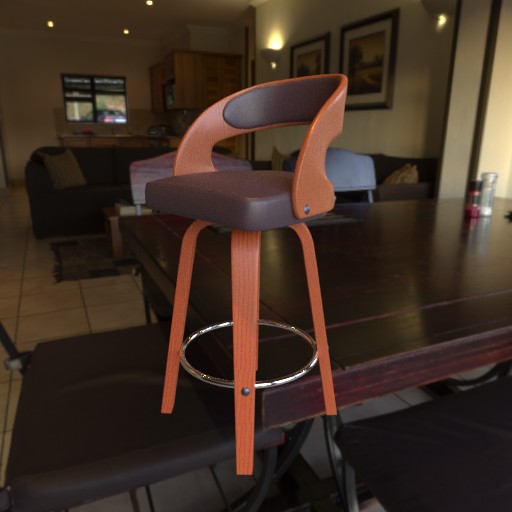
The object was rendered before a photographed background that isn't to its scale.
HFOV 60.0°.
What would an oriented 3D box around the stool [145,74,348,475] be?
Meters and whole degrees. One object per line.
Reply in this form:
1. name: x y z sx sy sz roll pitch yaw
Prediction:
1. stool: 0.000 0.000 1.193 0.457 0.940 0.457 -14 21 -42
